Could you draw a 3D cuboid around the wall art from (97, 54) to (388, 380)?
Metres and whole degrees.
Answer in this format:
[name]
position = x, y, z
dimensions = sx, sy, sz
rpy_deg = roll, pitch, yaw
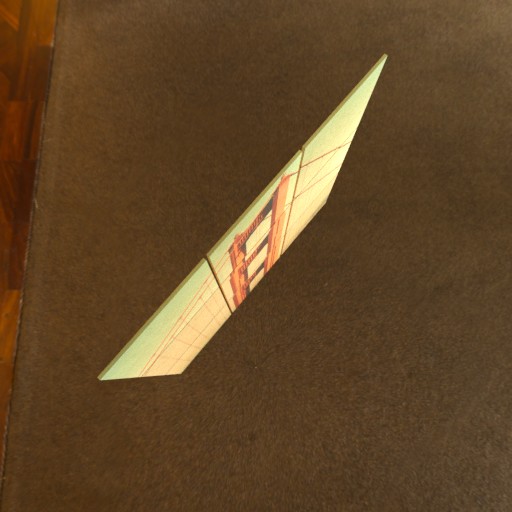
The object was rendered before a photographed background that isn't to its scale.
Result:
[wall art]
position = 0.000, 0.000, 2.248
dimensions = 0.013, 1.523, 1.517
rpy_deg = 39, 79, 9
